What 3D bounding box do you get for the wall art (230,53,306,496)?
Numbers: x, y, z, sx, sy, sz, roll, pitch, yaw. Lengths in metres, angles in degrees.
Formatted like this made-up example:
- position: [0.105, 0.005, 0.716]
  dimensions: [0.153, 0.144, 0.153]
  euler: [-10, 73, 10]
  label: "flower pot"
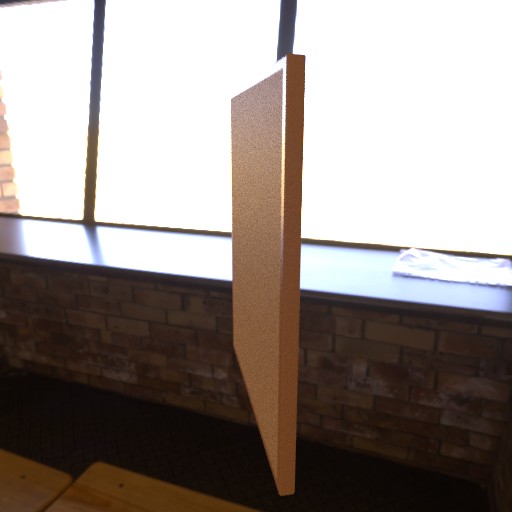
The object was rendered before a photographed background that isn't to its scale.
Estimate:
- position: [0.000, 0.000, 0.509]
  dimensions: [0.015, 0.379, 0.310]
  euler: [-3, 15, -10]
  label: "wall art"
